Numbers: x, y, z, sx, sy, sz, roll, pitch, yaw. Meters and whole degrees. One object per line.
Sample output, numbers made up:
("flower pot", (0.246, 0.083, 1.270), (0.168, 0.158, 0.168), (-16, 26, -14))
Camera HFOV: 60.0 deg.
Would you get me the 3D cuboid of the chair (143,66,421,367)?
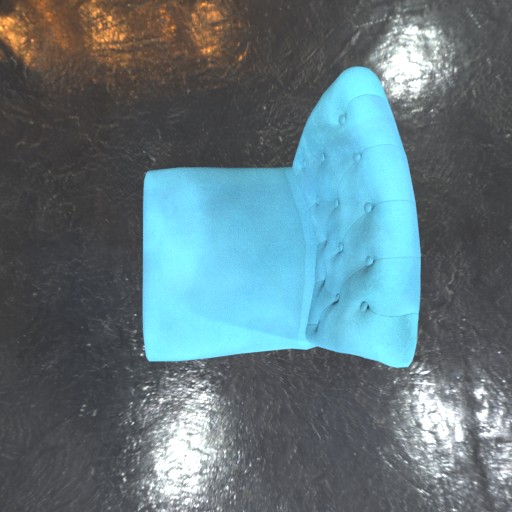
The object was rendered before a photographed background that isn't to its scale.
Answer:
("chair", (0.000, 0.000, 1.159), (0.605, 0.750, 0.582), (-3, 77, -1))
